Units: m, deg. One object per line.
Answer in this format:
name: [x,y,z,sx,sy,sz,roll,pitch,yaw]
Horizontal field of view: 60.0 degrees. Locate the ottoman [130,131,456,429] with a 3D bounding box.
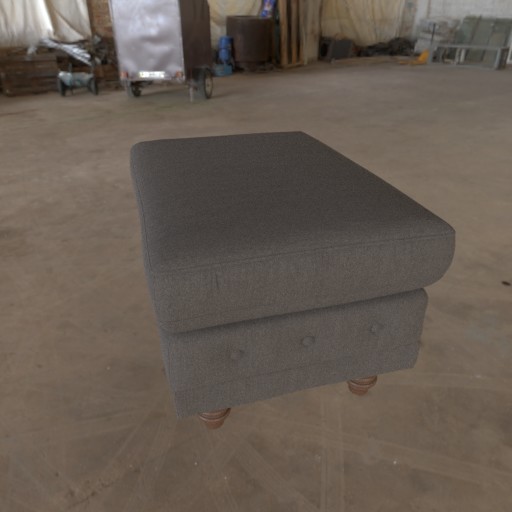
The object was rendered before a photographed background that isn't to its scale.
ottoman: [0.000,0.000,1.150,0.569,0.500,0.771,-8,30,-14]
